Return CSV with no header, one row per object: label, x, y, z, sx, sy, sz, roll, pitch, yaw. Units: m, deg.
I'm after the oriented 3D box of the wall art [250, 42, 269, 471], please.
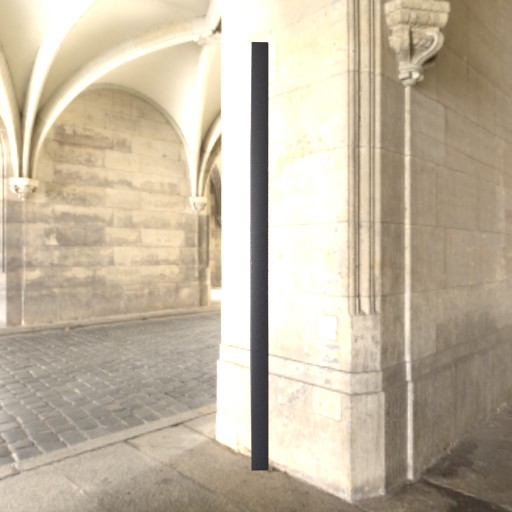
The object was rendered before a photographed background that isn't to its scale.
wall art,0.000,0.000,0.724,0.018,0.450,0.521,0,0,-1
